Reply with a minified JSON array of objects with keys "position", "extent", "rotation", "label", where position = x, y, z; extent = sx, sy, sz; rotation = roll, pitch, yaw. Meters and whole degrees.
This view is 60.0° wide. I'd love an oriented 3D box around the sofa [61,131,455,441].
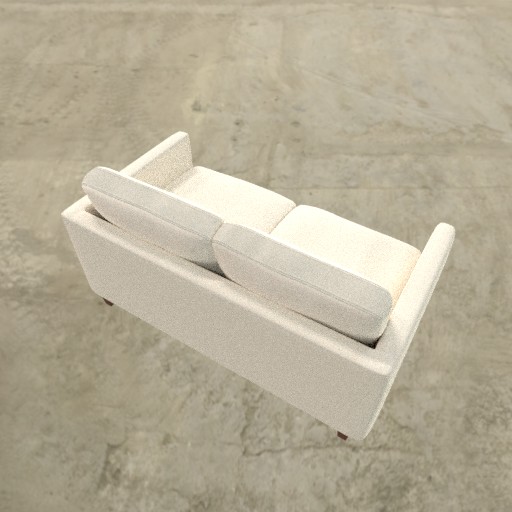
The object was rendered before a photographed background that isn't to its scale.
[{"position":[0.000,0.000,2.299],"extent":[1.702,0.888,0.964],"rotation":[24,50,22],"label":"sofa"}]
